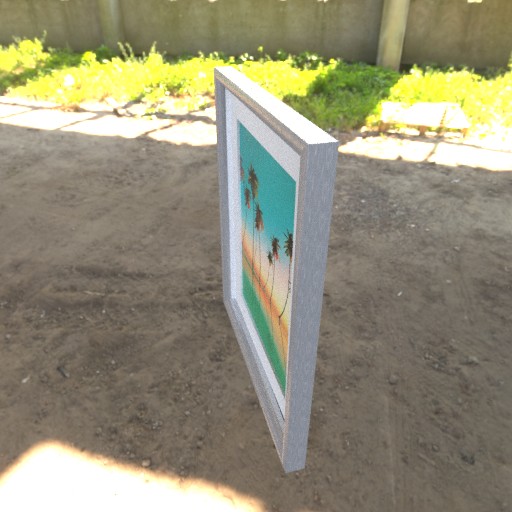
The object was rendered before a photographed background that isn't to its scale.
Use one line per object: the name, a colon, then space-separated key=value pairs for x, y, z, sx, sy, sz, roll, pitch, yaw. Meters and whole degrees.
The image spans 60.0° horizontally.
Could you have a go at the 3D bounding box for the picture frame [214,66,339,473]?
picture frame: x=0.000 y=0.000 z=0.537 sx=0.027 sy=0.378 sz=0.327 roll=-9 pitch=33 yaw=-13
